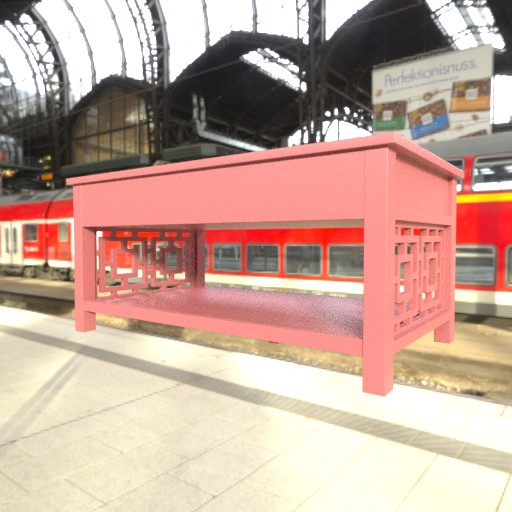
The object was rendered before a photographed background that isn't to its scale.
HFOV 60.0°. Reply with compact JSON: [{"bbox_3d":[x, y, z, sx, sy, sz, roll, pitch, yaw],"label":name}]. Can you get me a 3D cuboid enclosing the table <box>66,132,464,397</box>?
[{"bbox_3d":[0.000,0.000,1.372,1.068,0.493,0.612,2,3,36],"label":"table"}]
